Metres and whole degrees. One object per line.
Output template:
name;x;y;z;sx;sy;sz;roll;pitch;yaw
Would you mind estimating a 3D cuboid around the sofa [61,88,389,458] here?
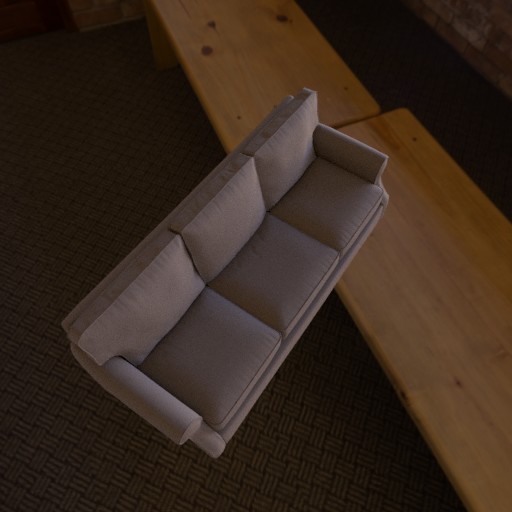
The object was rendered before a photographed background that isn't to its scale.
sofa;0.000;0.000;2.871;0.966;0.948;2.353;31;63;17
